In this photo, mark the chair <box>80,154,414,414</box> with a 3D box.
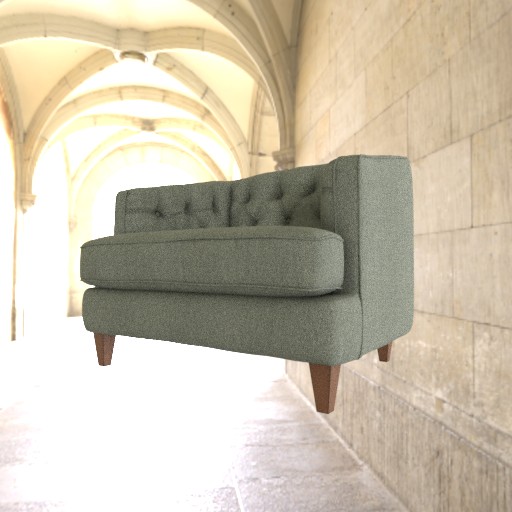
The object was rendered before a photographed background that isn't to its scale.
[{"bbox_3d":[0.000,0.000,1.747,1.094,0.852,0.945,-1,-2,35],"label":"chair"}]
